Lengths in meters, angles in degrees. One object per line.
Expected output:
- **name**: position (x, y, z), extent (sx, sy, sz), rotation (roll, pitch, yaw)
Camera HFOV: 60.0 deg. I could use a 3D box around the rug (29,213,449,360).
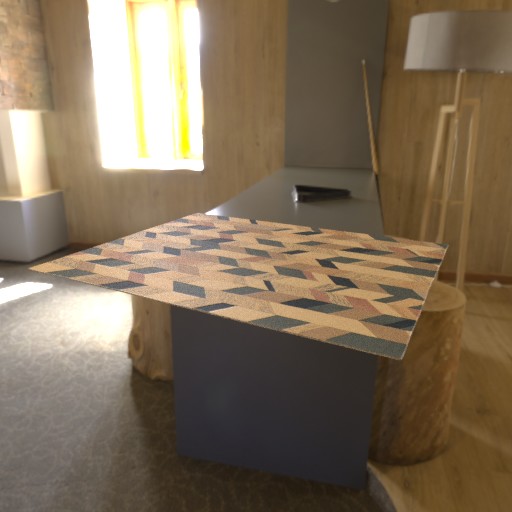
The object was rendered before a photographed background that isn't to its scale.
- **rug**: position (0.000, 0.000, 4.082), extent (3.072, 0.011, 2.451), rotation (9, 20, 27)
